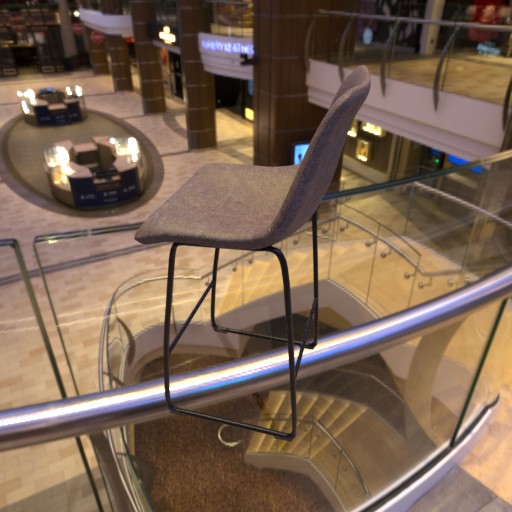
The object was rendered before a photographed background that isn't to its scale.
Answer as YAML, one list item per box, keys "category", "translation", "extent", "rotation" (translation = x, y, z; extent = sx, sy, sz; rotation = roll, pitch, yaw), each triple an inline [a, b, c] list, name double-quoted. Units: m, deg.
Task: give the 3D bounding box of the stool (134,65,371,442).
- category: "stool"
  translation: [0.000, 0.000, 1.382]
  extent: [0.561, 1.082, 0.514]
  rotation: [8, 33, 13]
